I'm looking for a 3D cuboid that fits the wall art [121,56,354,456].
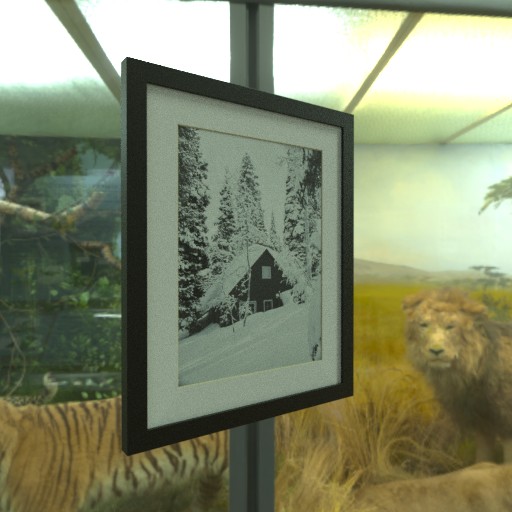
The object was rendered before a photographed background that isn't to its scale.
[{"bbox_3d":[0.000,0.000,0.540,0.325,0.397,0.018,0,1,-35],"label":"wall art"}]
